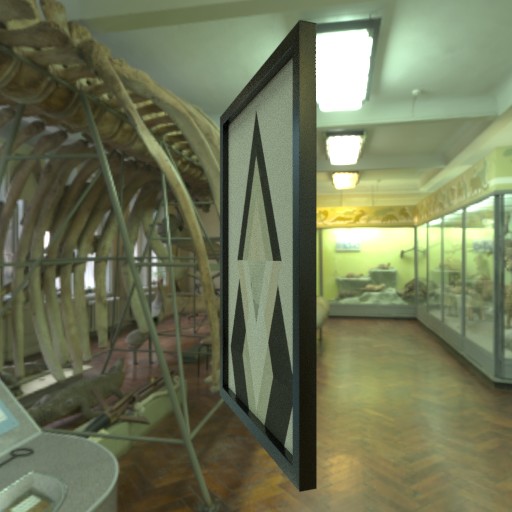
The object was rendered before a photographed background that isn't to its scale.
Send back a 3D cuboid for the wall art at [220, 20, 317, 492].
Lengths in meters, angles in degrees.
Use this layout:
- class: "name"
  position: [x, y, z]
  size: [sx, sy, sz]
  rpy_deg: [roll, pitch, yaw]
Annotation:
- class: "wall art"
  position: [0.000, 0.000, 0.579]
  size: [0.019, 0.455, 0.314]
  rpy_deg: [0, 0, -19]
